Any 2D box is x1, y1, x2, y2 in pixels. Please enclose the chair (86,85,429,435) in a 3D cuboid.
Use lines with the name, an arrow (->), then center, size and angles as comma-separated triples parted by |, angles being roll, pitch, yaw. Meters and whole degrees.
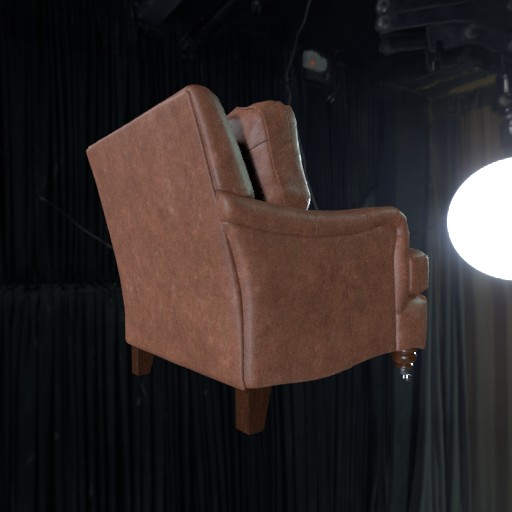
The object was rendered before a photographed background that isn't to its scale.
chair -> 0.000, 0.000, 1.878 | 1.158, 1.055, 0.986 | 0, 0, -38
